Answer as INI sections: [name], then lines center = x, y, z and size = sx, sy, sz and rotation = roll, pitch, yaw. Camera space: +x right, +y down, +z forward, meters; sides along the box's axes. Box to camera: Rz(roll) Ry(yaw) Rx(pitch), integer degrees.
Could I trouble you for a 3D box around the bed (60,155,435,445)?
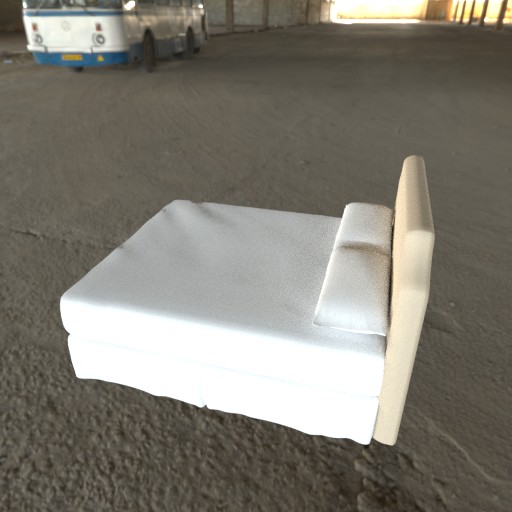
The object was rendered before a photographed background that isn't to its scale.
[bed]
center = 0.000, 0.000, 3.796
size = 2.548, 1.524, 2.134
rotation = 8, 30, 14
